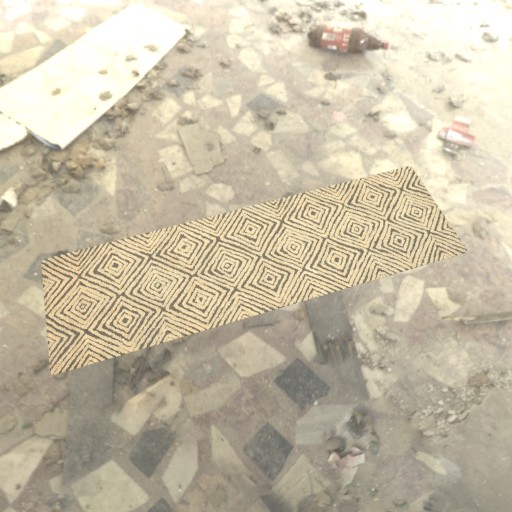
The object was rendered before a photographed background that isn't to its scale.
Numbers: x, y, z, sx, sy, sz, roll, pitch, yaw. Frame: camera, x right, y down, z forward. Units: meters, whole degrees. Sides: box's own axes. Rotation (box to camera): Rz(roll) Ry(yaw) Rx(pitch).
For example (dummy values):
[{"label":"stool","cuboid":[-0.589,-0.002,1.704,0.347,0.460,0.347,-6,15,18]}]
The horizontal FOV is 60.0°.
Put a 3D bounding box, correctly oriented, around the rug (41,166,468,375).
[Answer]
[{"label":"rug","cuboid":[0.000,0.000,2.465,2.277,0.008,0.676,-15,60,-9]}]
